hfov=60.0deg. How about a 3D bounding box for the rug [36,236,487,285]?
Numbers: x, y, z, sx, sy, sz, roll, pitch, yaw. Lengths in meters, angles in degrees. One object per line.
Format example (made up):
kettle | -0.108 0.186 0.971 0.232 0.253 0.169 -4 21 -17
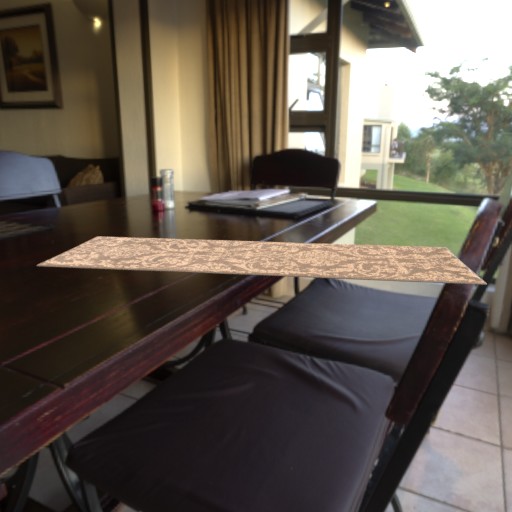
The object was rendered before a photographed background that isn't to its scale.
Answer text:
rug | 0.000 0.000 2.457 2.196 0.011 0.662 2 16 7
